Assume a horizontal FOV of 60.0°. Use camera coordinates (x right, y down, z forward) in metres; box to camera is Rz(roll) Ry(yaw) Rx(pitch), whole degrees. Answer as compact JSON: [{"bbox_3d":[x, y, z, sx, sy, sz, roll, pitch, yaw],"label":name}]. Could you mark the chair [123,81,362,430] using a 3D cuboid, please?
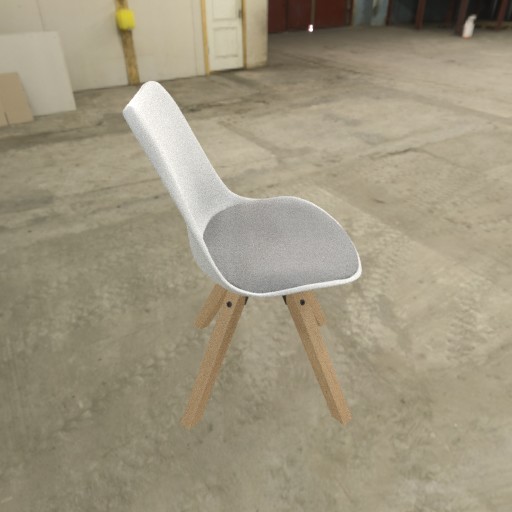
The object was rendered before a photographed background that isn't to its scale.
[{"bbox_3d":[0.000,0.000,1.193,0.550,0.850,0.485,-1,33,-2],"label":"chair"}]
